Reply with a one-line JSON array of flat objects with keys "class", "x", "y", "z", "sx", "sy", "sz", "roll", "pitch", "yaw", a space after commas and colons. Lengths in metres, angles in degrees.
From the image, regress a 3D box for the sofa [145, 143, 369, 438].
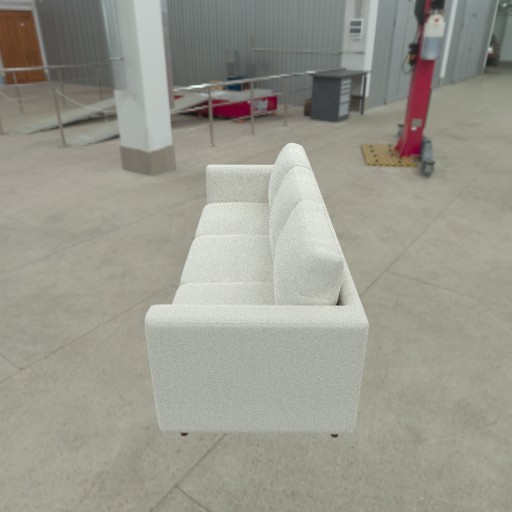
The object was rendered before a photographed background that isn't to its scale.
[{"class": "sofa", "x": 0.000, "y": 0.000, "z": 2.517, "sx": 0.802, "sy": 0.912, "sz": 2.029, "roll": 0, "pitch": 27, "yaw": 1}]
